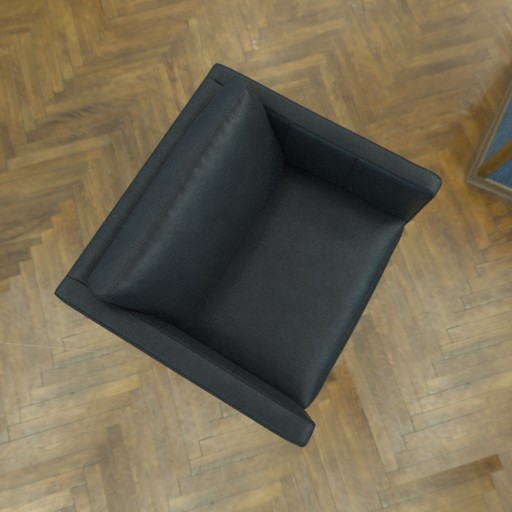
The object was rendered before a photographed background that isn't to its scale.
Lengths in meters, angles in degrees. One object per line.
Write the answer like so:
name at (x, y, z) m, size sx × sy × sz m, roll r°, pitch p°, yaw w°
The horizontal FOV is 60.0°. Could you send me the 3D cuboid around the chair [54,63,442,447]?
chair at (0.000, 0.000, 1.597) m, size 0.862 × 0.811 × 0.939 m, roll 30°, pitch 78°, yaw 7°
